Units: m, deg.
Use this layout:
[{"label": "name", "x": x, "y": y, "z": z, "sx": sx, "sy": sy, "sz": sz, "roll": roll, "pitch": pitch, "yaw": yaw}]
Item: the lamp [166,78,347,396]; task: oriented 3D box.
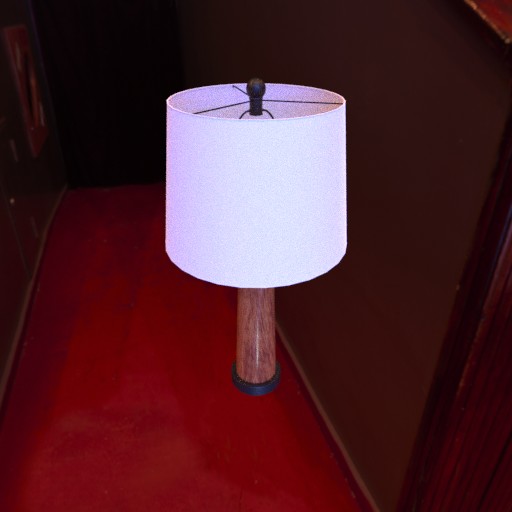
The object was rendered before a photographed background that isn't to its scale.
[{"label": "lamp", "x": 0.000, "y": 0.000, "z": 0.885, "sx": 0.349, "sy": 0.667, "sz": 0.349, "roll": 0, "pitch": 30, "yaw": 0}]
